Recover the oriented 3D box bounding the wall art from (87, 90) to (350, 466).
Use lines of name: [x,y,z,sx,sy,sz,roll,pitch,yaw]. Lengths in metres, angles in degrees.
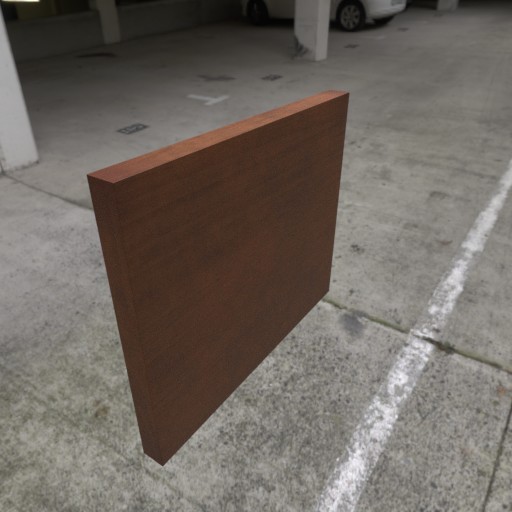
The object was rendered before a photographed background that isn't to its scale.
wall art: [0.000,0.000,0.548,0.030,0.328,0.401,20,36,29]
